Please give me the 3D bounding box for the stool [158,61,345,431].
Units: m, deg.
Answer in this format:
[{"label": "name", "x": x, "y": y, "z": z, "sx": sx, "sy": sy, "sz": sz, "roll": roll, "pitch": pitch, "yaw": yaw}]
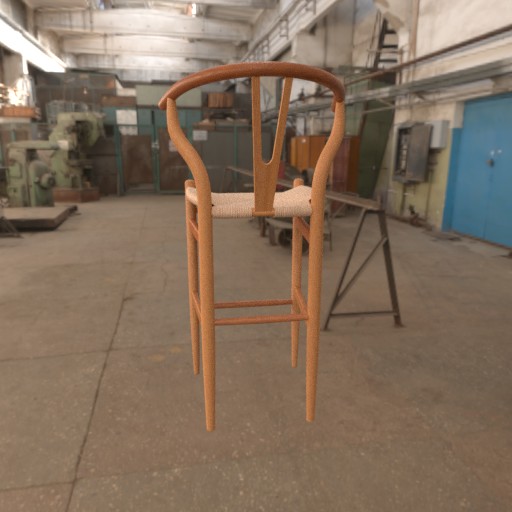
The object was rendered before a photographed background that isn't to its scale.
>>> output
[{"label": "stool", "x": 0.000, "y": 0.000, "z": 1.421, "sx": 0.574, "sy": 1.068, "sz": 0.561, "roll": -2, "pitch": 14, "yaw": -9}]
